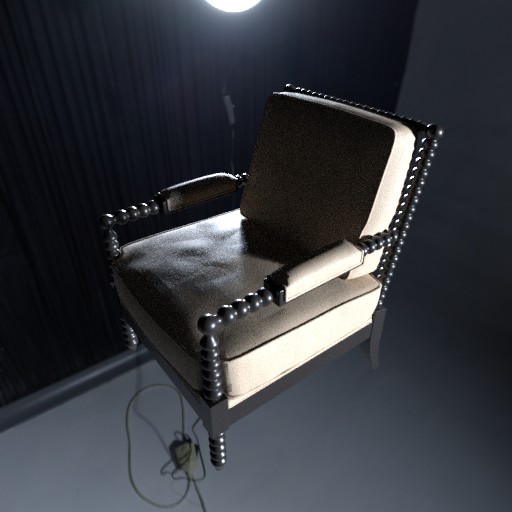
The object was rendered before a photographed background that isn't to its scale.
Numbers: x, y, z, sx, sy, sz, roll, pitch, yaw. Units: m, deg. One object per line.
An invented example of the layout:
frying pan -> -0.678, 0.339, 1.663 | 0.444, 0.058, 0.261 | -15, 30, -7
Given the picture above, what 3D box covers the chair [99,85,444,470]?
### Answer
chair -> 0.000, 0.000, 1.162 | 0.657, 0.703, 0.555 | -22, 39, -30
